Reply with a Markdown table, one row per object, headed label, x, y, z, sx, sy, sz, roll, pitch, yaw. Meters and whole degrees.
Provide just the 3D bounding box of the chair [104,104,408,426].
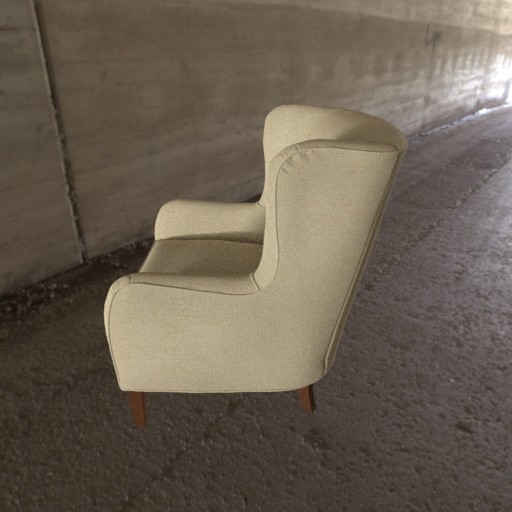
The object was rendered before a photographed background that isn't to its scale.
| label | x | y | z | sx | sy | sz | roll | pitch | yaw |
| --- | --- | --- | --- | --- | --- | --- | --- | --- | --- |
| chair | 0.000 | 0.000 | 1.730 | 0.966 | 1.040 | 0.838 | 1 | 26 | 1 |
